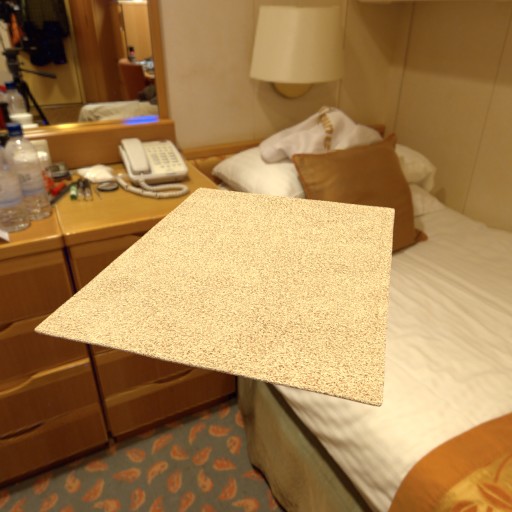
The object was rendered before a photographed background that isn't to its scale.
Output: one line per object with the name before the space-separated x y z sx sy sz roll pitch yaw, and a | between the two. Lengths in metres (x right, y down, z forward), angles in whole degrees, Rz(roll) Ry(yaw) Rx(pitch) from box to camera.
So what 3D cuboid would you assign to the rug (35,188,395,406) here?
rug | 0.000 0.000 4.151 2.438 0.029 3.047 8 30 14
